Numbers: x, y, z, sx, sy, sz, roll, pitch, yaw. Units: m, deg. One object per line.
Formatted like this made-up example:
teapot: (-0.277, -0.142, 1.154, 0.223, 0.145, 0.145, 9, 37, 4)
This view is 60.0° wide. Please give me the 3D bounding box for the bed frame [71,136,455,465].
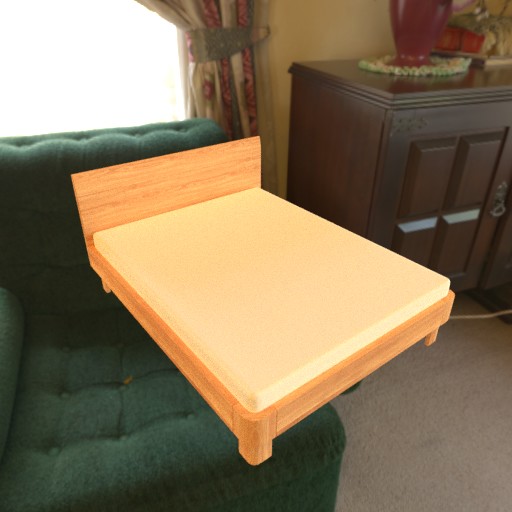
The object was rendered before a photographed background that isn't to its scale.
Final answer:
bed frame: (0.000, 0.000, 3.053, 1.660, 0.940, 2.092, -21, 36, -32)
